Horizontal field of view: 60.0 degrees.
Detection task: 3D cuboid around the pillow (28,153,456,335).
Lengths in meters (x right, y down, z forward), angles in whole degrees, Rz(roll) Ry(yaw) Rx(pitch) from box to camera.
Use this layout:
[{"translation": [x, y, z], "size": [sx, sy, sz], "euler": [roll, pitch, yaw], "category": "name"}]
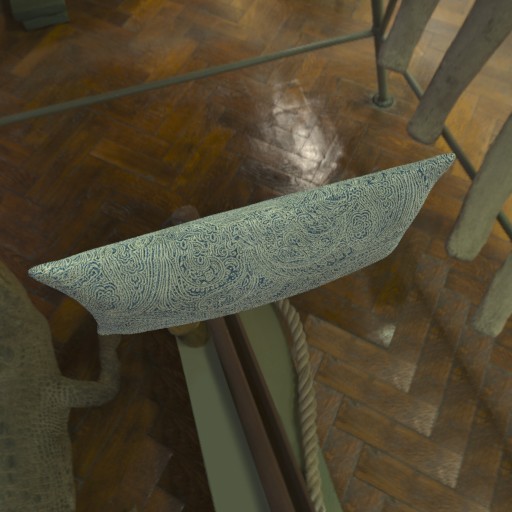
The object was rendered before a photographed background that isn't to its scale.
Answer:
[{"translation": [0.000, 0.000, 0.738], "size": [0.615, 0.295, 0.151], "euler": [-16, 65, -8], "category": "pillow"}]
